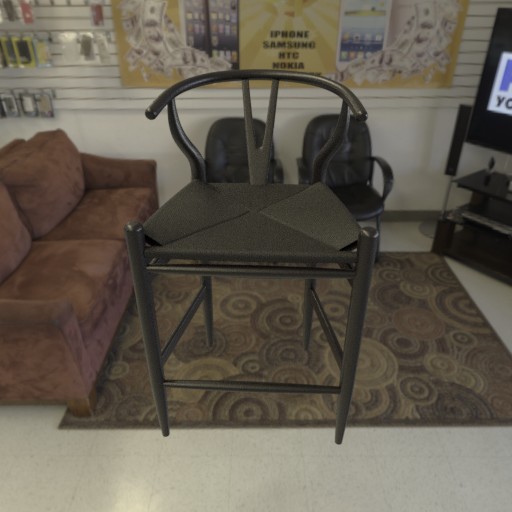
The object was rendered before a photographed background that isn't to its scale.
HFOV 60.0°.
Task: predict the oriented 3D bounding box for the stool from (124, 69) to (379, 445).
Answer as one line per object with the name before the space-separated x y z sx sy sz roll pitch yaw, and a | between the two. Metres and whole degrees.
stool | 0.000 0.000 1.334 0.569 0.970 0.579 2 31 3
